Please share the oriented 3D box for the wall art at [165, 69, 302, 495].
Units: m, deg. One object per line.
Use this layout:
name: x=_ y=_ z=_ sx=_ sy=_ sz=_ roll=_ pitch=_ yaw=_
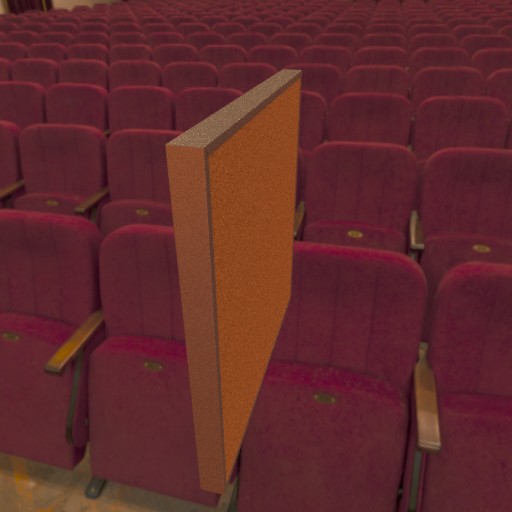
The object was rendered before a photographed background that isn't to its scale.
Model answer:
wall art: x=0.000 y=0.000 z=0.501 sx=0.028 sy=0.349 sz=0.349 roll=8 pitch=31 yaw=13
